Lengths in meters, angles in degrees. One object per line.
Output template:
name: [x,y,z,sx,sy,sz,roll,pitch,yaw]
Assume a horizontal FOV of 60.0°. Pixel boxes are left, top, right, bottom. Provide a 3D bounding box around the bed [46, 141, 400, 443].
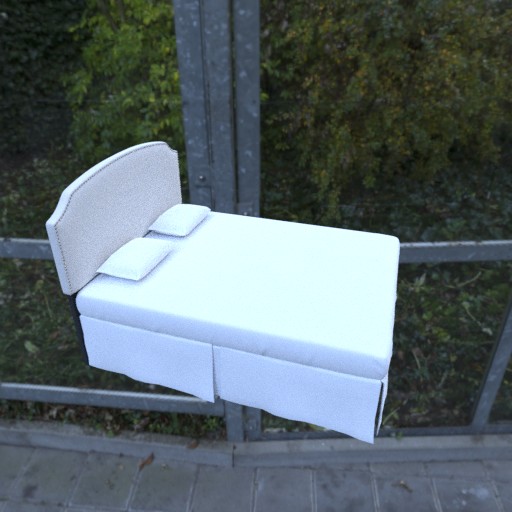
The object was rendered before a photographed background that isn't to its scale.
bed: [0.000,0.000,3.059,1.999,1.270,1.558,9,31,16]
